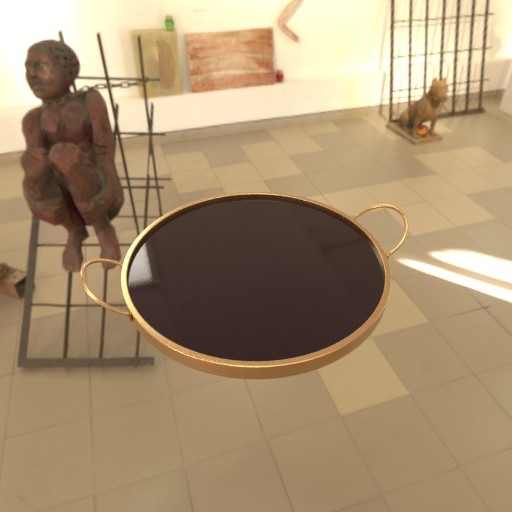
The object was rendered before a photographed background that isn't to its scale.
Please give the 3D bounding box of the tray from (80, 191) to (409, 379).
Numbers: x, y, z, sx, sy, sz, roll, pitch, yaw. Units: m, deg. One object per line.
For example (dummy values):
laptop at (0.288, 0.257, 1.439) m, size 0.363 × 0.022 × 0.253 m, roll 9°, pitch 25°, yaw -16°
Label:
tray at (0.000, 0.000, 0.734) m, size 0.543 × 0.069 × 0.438 m, roll -12°, pitch 40°, yaw -14°
